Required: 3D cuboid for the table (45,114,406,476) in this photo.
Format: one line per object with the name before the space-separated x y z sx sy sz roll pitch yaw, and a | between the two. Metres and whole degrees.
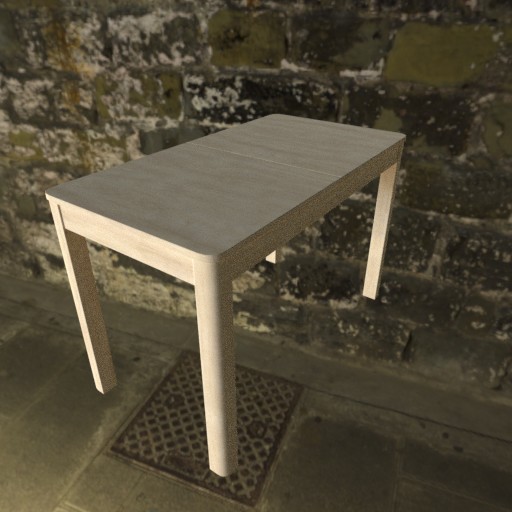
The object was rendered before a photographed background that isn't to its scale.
table | 0.000 0.000 1.985 0.750 0.900 1.400 20 36 30
